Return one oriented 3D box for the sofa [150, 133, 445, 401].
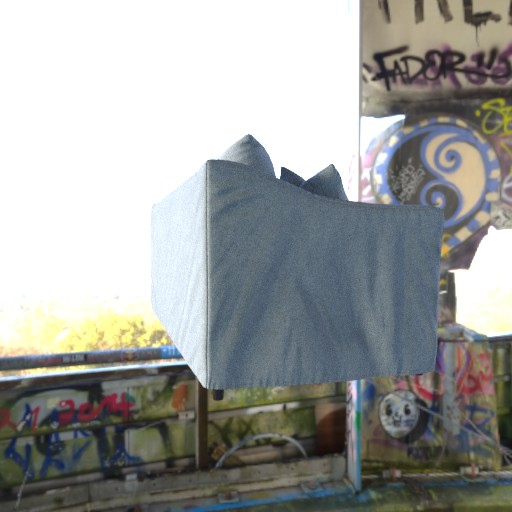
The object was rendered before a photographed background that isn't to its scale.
[{"bbox_3d":[0.000,0.000,2.652,1.072,1.018,2.010,-1,2,-19],"label":"sofa"}]
